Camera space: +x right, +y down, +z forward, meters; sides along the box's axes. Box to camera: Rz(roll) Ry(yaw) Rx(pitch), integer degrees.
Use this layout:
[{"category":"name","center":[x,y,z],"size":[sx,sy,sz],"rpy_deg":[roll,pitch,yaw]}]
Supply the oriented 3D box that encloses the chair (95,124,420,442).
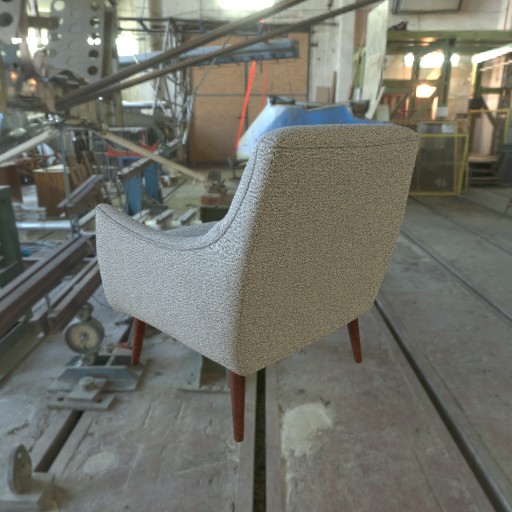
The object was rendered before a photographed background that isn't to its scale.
[{"category":"chair","center":[0.000,0.000,1.458],"size":[0.762,0.838,0.787],"rpy_deg":[-16,23,-42]}]
